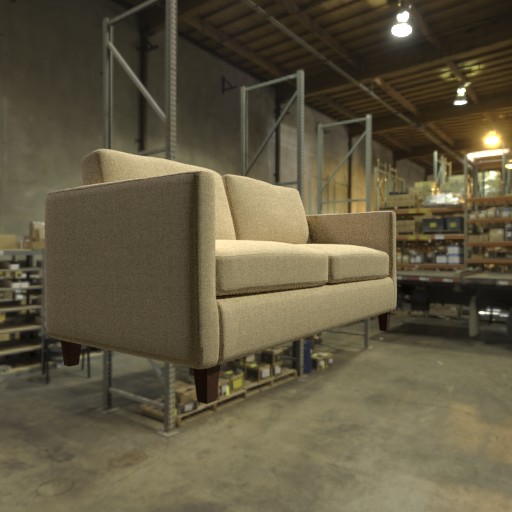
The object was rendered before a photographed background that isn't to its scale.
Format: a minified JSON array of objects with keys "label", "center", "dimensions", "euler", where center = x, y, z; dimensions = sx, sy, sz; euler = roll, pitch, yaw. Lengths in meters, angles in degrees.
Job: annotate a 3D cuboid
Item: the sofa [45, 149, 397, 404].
[{"label":"sofa","center":[0.000,0.000,2.399],"dimensions":[0.950,0.963,1.884],"euler":[0,1,36]}]
